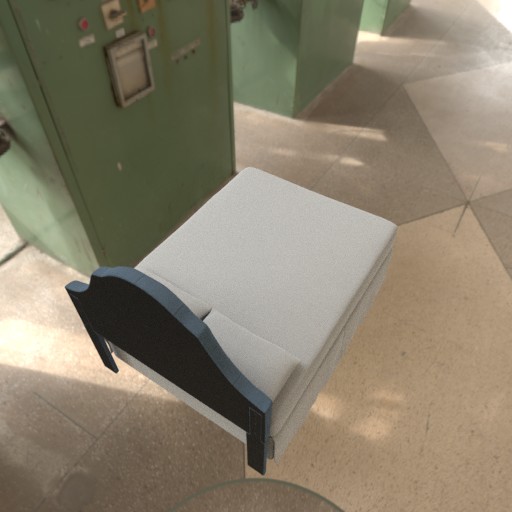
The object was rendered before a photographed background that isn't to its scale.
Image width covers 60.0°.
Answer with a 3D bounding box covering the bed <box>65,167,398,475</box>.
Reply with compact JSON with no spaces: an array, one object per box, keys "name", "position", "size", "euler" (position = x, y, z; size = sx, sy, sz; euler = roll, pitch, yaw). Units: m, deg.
[{"name":"bed","position":[0.000,0.000,3.335],"size":[1.636,1.575,2.155],"euler":[26,53,22]}]
